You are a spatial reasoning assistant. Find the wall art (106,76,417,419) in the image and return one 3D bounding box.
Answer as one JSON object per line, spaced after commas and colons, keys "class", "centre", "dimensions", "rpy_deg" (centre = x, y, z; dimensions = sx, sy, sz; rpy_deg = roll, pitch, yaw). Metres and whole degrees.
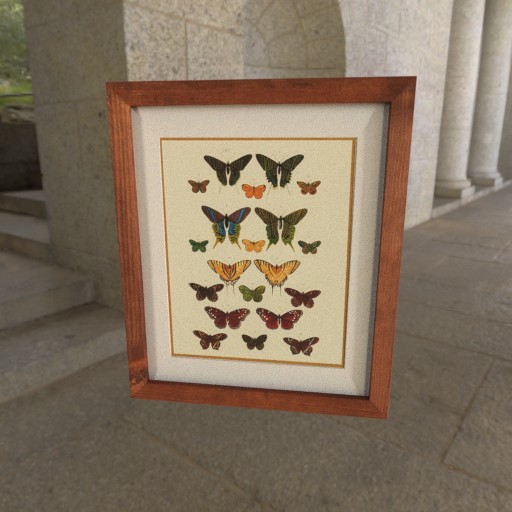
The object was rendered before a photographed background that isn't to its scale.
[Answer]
{"class": "wall art", "centre": [0.000, 0.000, 0.608], "dimensions": [0.377, 0.449, 0.039], "rpy_deg": [2, 15, 8]}
